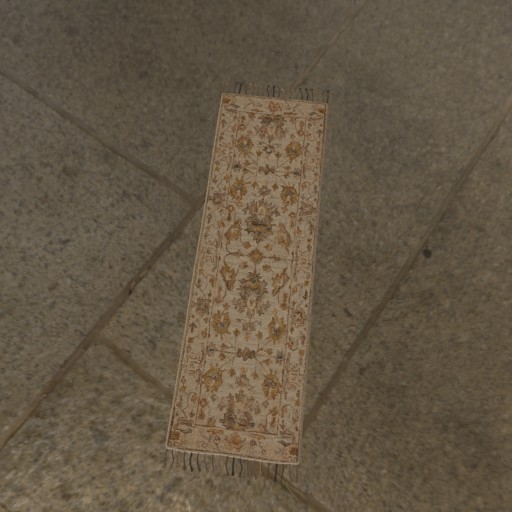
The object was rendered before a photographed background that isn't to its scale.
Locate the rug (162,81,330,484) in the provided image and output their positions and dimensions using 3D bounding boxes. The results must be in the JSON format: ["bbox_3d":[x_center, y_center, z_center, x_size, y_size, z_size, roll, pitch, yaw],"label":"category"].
[{"bbox_3d":[0.000,0.000,2.669,0.729,0.021,2.438,6,74,2],"label":"rug"}]
